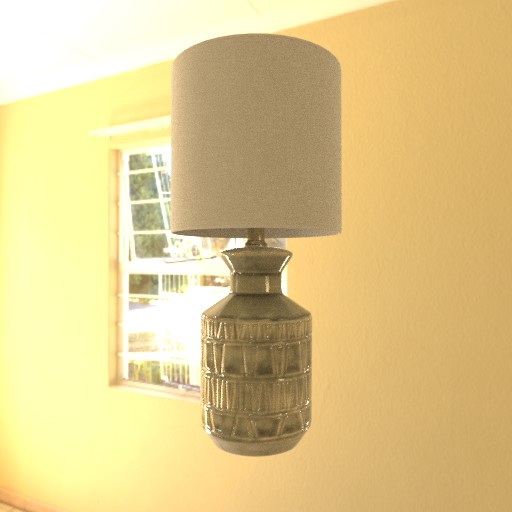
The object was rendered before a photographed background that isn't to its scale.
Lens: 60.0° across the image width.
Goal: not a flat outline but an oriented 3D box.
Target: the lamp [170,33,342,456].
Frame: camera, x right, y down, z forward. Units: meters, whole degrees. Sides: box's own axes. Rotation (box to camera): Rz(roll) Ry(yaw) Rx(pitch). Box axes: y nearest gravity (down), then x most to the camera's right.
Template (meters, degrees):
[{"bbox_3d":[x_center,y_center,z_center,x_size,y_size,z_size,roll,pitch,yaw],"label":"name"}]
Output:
[{"bbox_3d":[0.000,0.000,0.557,0.211,0.455,0.211,0,-1,17],"label":"lamp"}]
